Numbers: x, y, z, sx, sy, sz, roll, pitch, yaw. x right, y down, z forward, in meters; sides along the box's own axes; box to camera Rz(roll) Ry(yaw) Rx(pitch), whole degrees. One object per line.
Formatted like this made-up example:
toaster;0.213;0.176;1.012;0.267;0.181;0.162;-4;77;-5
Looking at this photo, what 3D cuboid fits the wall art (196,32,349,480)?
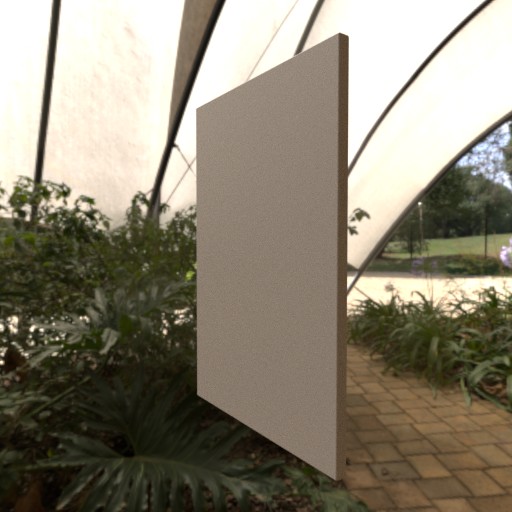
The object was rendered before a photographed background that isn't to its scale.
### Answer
wall art;0.000;0.000;1.036;0.026;0.813;0.556;-1;2;-35
